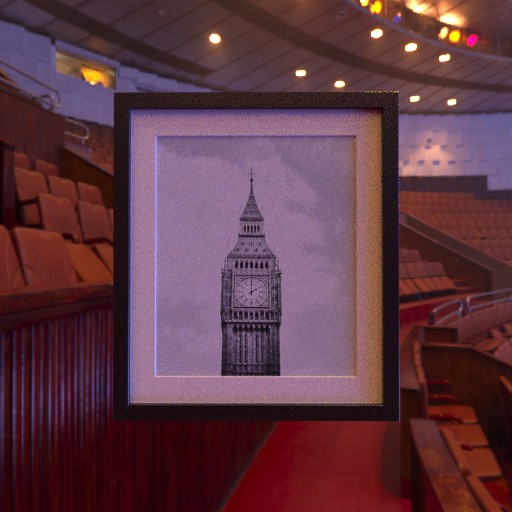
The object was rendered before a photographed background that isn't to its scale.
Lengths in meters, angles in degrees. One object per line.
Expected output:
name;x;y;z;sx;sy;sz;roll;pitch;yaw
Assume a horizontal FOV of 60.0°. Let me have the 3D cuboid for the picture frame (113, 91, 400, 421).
picture frame;0.000;0.000;0.526;0.328;0.378;0.034;0;-1;0
